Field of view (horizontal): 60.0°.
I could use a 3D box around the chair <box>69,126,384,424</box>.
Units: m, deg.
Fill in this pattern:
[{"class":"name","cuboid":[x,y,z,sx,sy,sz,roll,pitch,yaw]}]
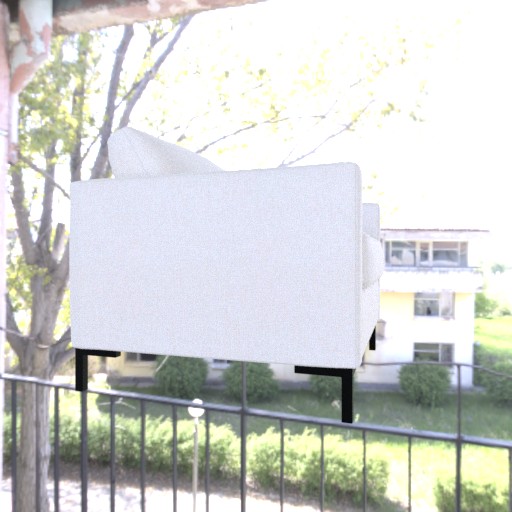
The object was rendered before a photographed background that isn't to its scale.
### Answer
[{"class":"chair","cuboid":[0.000,0.000,1.613,0.875,0.806,0.964,0,0,19]}]
